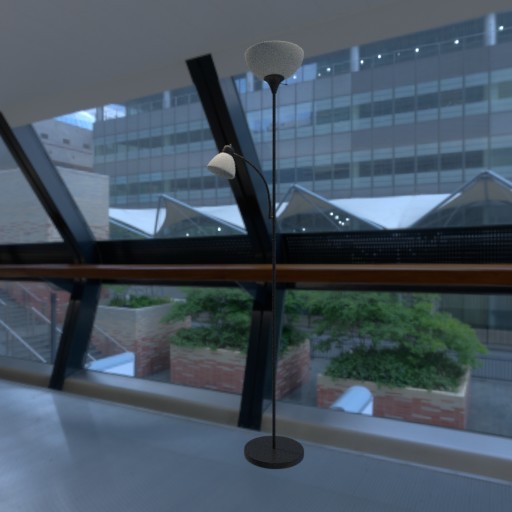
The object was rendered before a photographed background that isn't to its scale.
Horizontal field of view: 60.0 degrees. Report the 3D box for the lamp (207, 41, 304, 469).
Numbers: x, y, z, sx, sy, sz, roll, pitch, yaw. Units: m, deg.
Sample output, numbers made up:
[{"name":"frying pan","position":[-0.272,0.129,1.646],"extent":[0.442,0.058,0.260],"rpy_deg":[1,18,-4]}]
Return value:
[{"name":"lamp","position":[0.000,0.000,1.977],"extent":[0.442,1.804,0.279],"rpy_deg":[0,1,-17]}]
